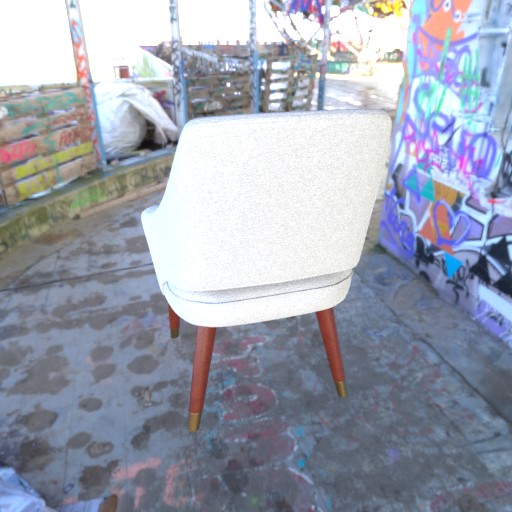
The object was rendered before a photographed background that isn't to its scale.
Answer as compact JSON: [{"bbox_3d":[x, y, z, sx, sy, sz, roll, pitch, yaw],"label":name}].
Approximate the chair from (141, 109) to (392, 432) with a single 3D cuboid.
[{"bbox_3d":[0.000,0.000,1.289,0.609,0.889,0.600,-8,28,-15],"label":"chair"}]
